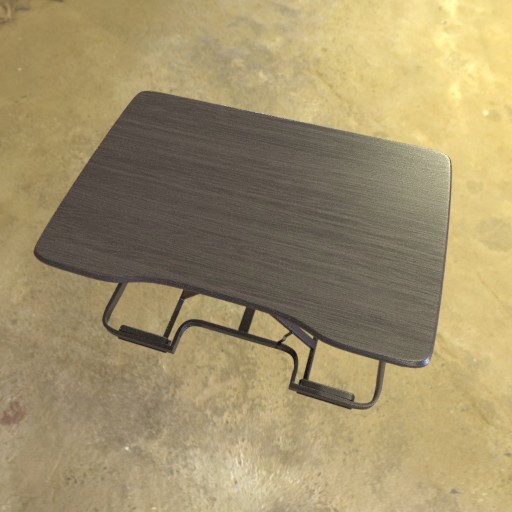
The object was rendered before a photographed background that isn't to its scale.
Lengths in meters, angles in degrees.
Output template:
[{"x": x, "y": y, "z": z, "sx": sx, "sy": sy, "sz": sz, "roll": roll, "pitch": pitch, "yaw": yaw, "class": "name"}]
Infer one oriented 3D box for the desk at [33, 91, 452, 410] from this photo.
[{"x": 0.000, "y": 0.000, "z": 1.166, "sx": 0.820, "sy": 0.470, "sz": 0.546, "roll": 15, "pitch": 60, "yaw": 9, "class": "desk"}]
